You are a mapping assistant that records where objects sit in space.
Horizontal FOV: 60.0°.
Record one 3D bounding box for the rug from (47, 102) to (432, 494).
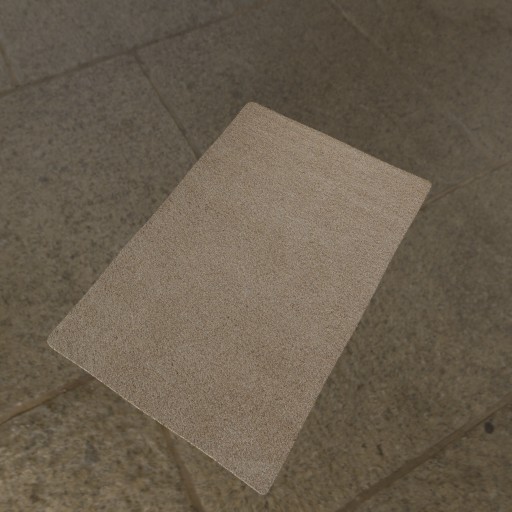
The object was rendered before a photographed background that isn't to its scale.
[{"bbox_3d":[0.000,0.000,3.390,1.801,0.024,2.700,29,67,14],"label":"rug"}]
